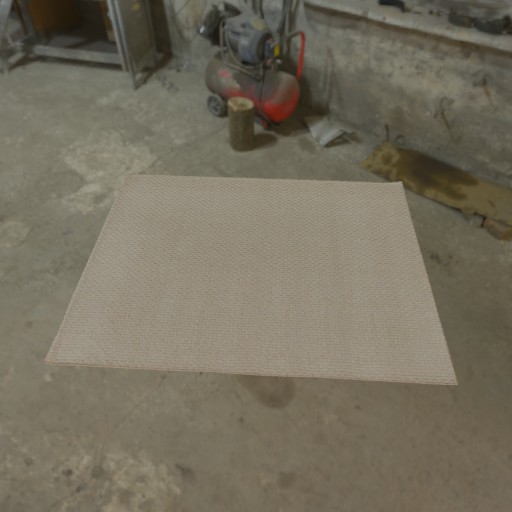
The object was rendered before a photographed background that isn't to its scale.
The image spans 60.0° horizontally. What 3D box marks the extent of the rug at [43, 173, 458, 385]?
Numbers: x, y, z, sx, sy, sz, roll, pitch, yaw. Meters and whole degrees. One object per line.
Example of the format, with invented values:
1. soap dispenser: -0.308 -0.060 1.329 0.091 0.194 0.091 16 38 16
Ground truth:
1. rug: 0.000 0.000 3.862 2.897 0.035 2.277 2 46 2
